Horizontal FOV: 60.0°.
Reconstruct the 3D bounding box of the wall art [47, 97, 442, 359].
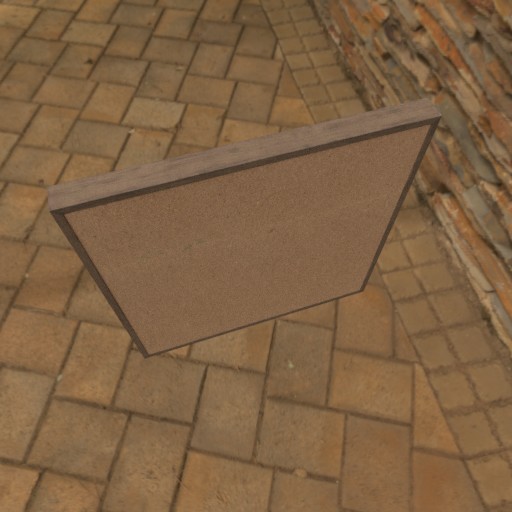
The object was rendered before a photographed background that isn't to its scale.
[{"bbox_3d":[0.000,0.000,0.771,0.508,0.508,0.038,-16,59,-10],"label":"wall art"}]
